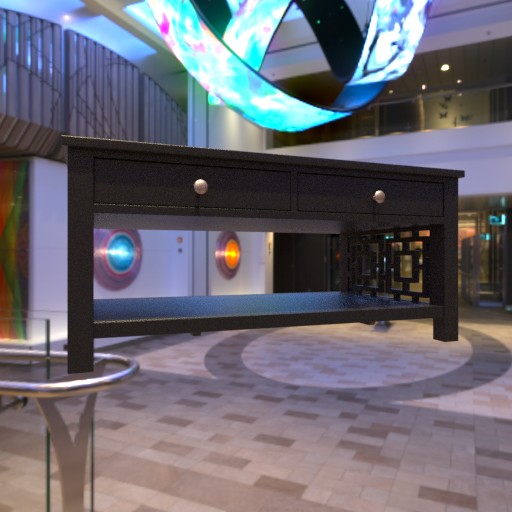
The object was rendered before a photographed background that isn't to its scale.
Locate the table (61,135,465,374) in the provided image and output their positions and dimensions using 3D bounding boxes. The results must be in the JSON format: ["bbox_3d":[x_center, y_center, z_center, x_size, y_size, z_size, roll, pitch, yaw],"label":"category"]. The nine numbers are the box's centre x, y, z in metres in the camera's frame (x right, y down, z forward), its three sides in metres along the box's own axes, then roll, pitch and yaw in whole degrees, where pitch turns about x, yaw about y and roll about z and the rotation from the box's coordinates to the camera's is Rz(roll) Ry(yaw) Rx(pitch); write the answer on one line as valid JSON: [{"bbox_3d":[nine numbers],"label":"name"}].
[{"bbox_3d":[0.000,0.000,1.366,1.068,0.493,0.612,0,0,-20],"label":"table"}]
